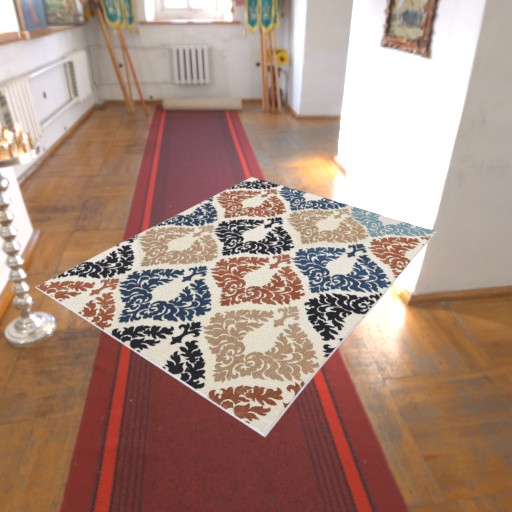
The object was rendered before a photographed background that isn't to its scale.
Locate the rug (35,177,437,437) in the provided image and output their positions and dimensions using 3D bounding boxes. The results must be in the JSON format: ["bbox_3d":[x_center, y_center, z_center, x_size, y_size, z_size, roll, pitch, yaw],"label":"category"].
[{"bbox_3d":[0.000,0.000,4.178,2.423,0.014,3.040,22,38,30],"label":"rug"}]
